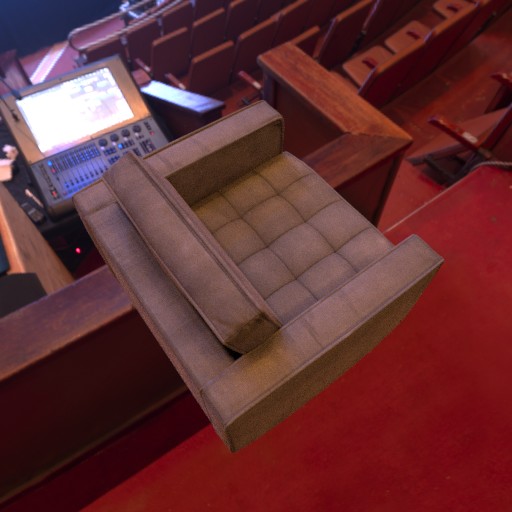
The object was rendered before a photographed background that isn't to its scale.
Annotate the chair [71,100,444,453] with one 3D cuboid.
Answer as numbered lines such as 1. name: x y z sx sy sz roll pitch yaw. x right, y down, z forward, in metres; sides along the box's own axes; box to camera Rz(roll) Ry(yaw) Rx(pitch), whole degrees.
1. chair: 0.000 0.000 1.520 0.843 0.773 0.928 -32 63 -18
